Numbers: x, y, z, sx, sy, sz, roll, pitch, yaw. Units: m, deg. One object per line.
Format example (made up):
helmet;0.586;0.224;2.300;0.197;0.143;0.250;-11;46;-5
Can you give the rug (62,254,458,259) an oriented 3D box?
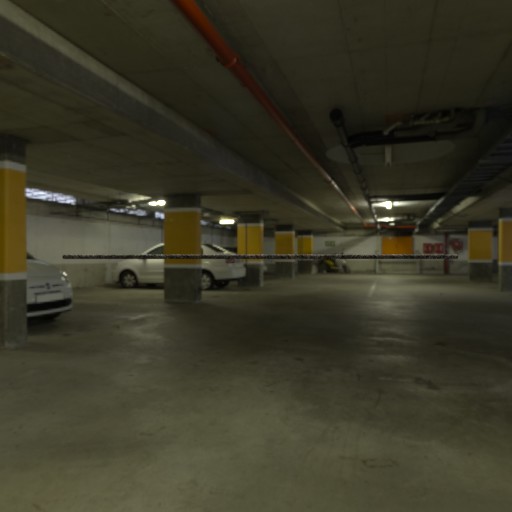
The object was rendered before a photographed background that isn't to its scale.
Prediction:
rug;0.000;0.000;2.823;1.501;0.017;2.298;0;0;-1
